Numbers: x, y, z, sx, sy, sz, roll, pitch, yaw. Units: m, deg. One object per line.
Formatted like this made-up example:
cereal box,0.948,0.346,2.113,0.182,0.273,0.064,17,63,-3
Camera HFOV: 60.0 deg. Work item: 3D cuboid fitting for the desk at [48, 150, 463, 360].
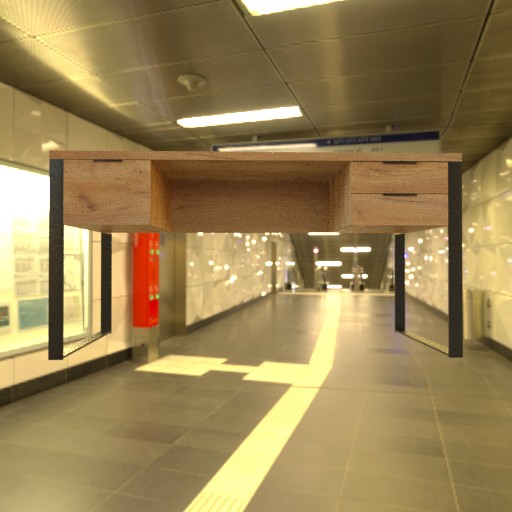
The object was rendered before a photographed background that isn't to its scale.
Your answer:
desk,0.000,0.000,1.922,1.520,0.760,0.600,0,-1,-2
